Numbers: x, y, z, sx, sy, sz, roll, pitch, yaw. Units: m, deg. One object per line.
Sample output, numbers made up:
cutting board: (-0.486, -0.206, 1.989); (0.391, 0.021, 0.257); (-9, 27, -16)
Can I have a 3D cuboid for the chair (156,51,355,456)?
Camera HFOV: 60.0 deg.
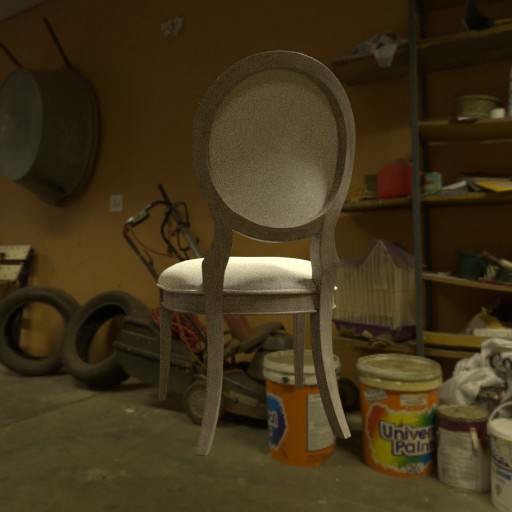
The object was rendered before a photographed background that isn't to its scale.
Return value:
chair: (0.000, 0.000, 1.342); (0.558, 0.990, 0.602); (0, -1, -16)
